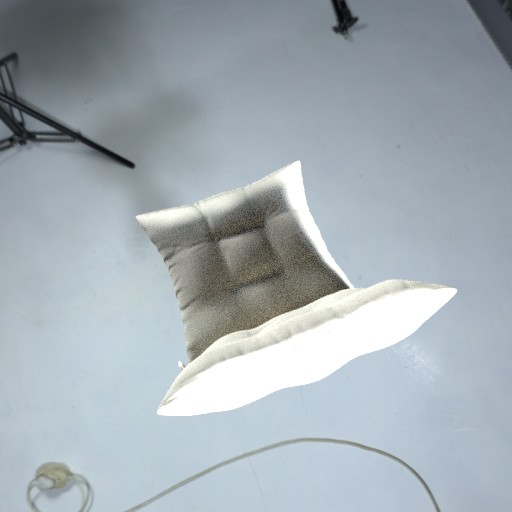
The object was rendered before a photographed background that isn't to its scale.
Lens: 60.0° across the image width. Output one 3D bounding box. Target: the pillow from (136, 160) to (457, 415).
[{"bbox_3d":[0.000,0.000,0.997,0.541,0.536,0.585,-20,74,-6],"label":"pillow"}]
